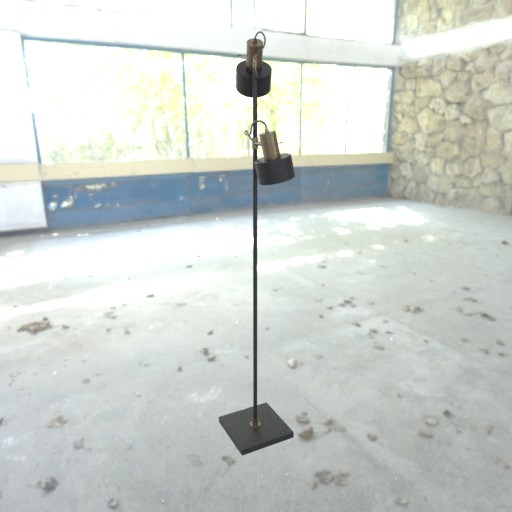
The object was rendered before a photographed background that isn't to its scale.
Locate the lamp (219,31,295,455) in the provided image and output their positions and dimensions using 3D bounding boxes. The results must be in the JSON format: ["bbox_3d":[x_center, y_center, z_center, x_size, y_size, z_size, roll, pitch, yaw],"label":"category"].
[{"bbox_3d":[0.000,0.000,1.638,0.233,1.505,0.315,-8,17,-26],"label":"lamp"}]
